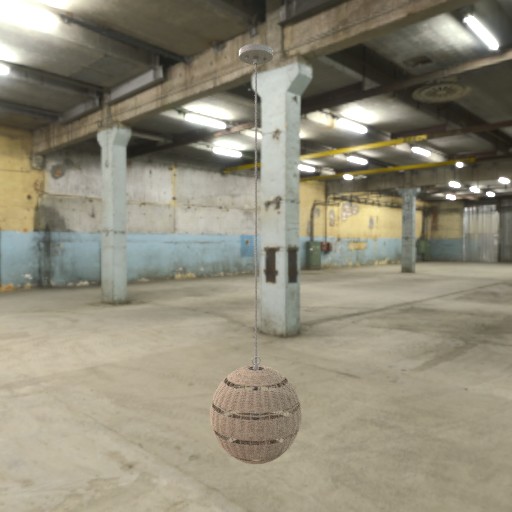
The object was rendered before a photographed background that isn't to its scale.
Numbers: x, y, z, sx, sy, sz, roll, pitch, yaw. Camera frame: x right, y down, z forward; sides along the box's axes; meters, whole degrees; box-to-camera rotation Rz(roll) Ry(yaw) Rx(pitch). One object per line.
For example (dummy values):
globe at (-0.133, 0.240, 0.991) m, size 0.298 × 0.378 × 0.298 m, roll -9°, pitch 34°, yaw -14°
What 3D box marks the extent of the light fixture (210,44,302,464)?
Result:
light fixture at (0.000, 0.000, 2.204) m, size 0.457 × 2.019 × 0.457 m, roll 0°, pitch 1°, yaw -17°
